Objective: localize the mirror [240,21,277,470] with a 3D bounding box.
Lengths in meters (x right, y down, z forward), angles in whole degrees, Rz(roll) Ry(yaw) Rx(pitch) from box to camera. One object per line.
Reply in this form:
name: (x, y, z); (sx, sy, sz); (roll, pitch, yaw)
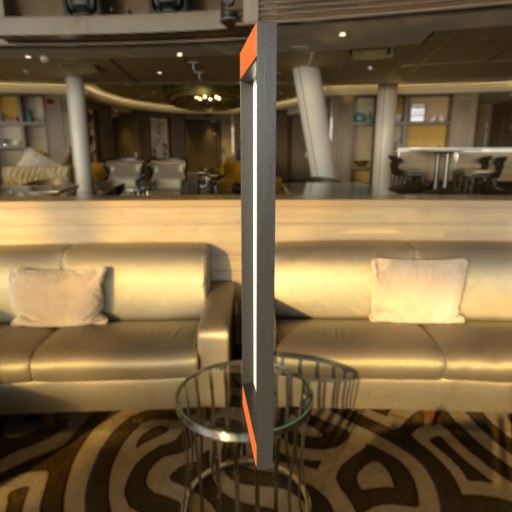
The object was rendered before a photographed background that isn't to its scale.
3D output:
mirror: (0.000, 0.000, 1.253); (0.047, 1.123, 0.343); (-2, 14, -8)
